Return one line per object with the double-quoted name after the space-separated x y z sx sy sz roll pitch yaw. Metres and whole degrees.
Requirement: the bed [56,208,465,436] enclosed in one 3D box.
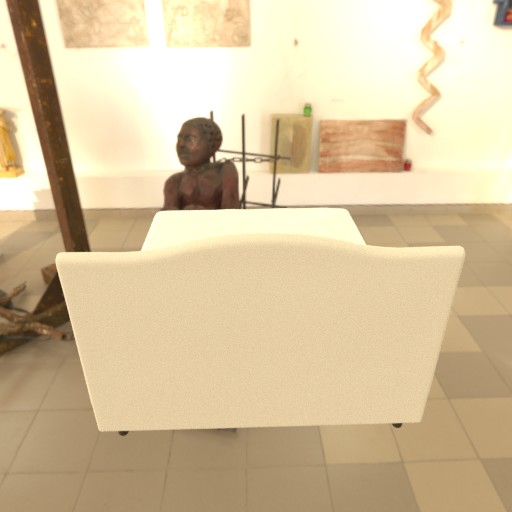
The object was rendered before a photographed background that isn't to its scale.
0.000 0.000 3.456 2.083 1.421 2.182 -1 29 -2 "bed"
